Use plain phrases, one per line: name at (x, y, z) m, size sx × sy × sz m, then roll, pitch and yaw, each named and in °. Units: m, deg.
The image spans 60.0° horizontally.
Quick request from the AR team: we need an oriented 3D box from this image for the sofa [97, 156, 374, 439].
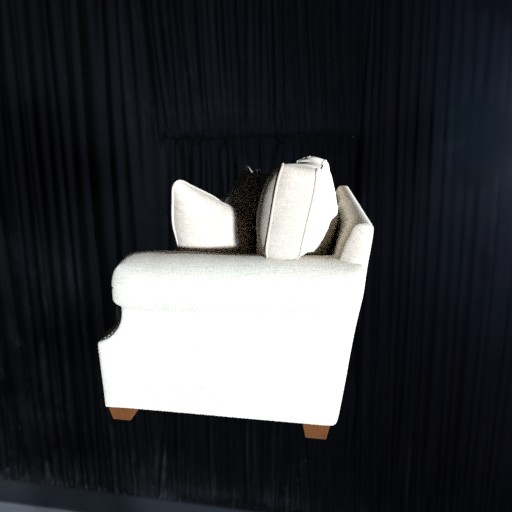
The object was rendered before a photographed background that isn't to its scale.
sofa at (0.000, 0.000, 2.238) m, size 0.966 × 0.966 × 1.701 m, roll 2°, pitch 14°, yaw 8°
